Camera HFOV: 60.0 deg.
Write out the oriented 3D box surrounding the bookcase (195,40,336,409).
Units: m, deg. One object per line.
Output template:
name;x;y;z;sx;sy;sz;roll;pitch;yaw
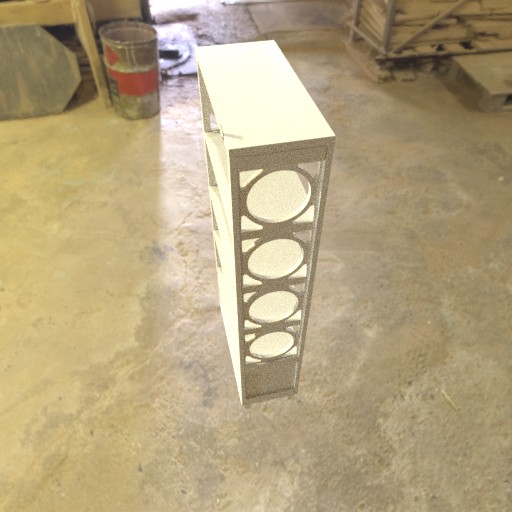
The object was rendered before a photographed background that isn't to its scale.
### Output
bookcase;0.000;0.000;2.236;0.361;1.869;0.761;-9;48;-9
